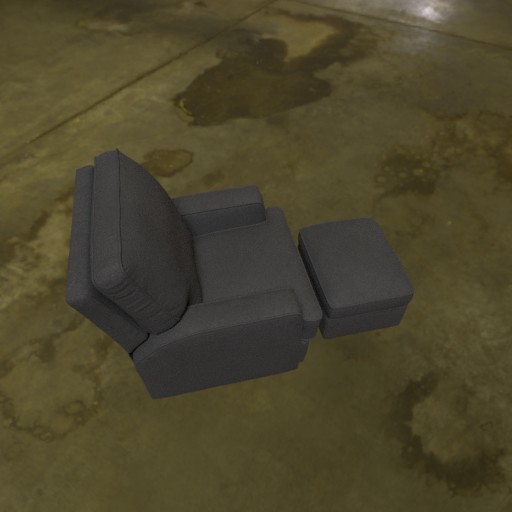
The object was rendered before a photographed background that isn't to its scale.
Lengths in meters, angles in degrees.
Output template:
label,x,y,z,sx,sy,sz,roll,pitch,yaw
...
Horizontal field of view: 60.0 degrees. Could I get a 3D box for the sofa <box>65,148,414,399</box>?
label,x,y,z,sx,sy,sz,roll,pitch,yaw
sofa,0.000,0.000,2.094,1.472,0.959,0.861,-9,49,-8
